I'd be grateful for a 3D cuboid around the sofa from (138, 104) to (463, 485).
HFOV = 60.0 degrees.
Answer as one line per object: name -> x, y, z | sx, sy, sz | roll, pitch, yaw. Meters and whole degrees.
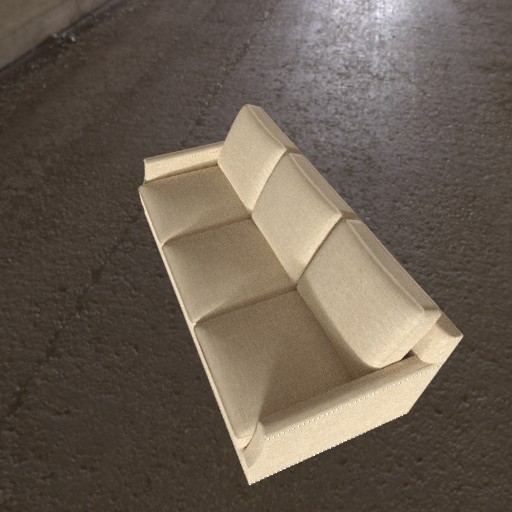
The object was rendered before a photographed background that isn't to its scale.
sofa -> 0.000, 0.000, 2.743 | 1.041, 0.940, 2.210 | -17, 48, -16
